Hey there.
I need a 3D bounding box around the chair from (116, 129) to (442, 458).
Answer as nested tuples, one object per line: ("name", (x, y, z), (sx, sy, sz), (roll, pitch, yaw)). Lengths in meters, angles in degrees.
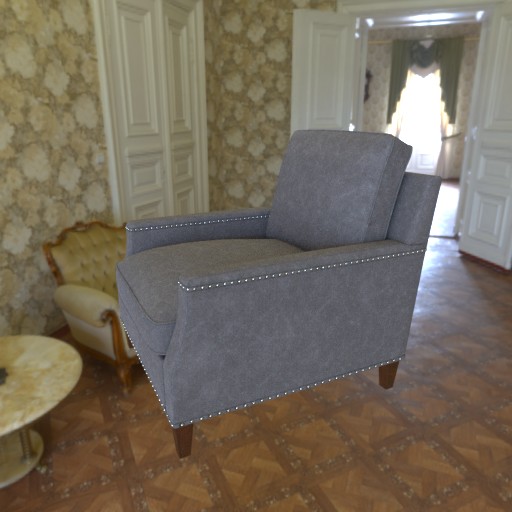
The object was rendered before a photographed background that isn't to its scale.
("chair", (0.000, 0.000, 1.746), (1.014, 0.948, 0.853), (-8, 19, -25))
